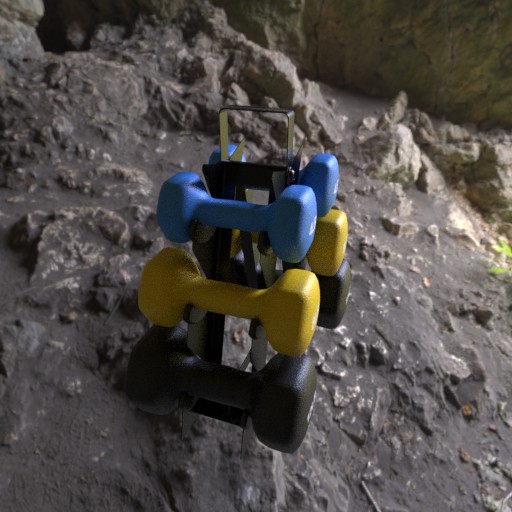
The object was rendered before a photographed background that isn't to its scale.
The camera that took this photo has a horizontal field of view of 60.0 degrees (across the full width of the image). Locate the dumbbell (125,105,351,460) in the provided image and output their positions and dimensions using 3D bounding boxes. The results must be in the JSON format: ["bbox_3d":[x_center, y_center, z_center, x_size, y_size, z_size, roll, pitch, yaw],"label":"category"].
[{"bbox_3d":[0.000,0.000,0.664,0.255,0.426,0.409,10,30,17],"label":"dumbbell"}]
